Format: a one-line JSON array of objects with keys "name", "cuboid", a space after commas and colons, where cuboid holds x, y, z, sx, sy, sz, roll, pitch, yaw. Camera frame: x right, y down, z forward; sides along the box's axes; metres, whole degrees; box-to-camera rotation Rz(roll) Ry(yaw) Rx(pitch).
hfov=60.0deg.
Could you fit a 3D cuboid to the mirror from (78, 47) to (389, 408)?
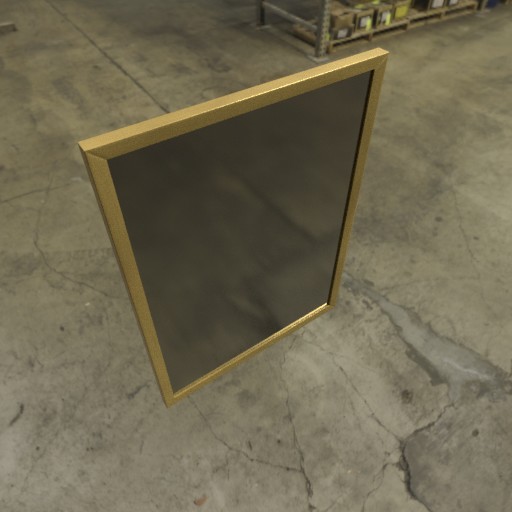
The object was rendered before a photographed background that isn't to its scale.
[{"name": "mirror", "cuboid": [0.000, 0.000, 1.306, 0.762, 1.016, 0.040, -26, 52, -23]}]
